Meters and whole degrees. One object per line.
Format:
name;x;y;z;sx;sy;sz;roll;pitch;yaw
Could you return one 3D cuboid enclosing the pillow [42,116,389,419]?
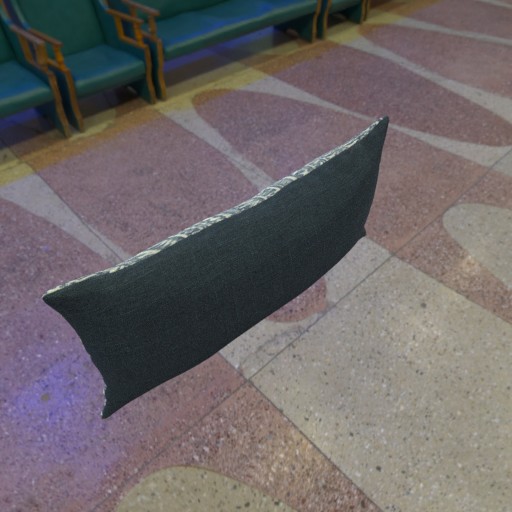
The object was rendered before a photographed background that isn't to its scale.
pillow;0.000;0.000;0.723;0.631;0.292;0.148;-32;54;-27
